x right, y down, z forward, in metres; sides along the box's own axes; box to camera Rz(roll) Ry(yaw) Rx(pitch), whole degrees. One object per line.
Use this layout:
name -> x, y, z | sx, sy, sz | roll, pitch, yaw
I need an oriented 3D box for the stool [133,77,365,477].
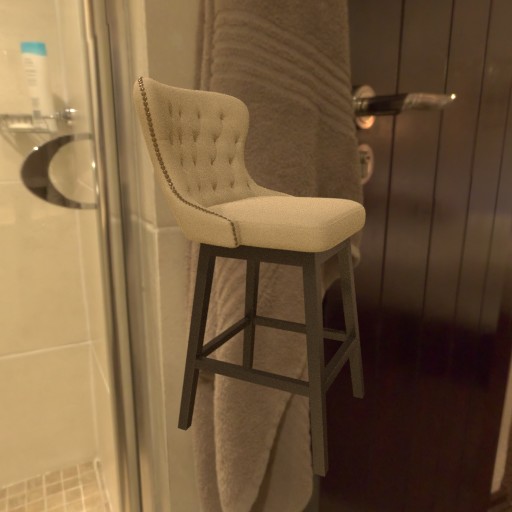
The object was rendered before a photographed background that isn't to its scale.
stool -> 0.000, 0.000, 1.298 | 0.593, 0.971, 0.528 | 7, 15, 26
